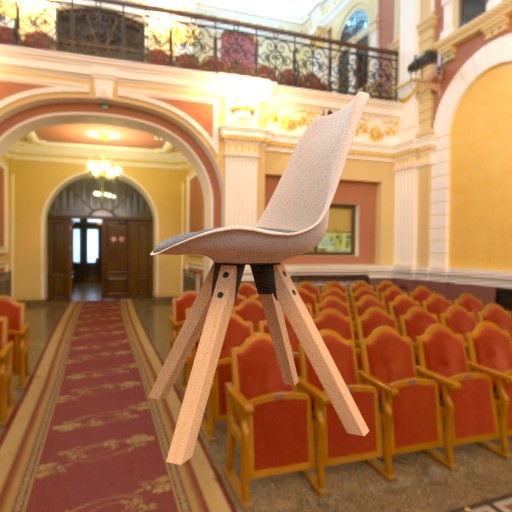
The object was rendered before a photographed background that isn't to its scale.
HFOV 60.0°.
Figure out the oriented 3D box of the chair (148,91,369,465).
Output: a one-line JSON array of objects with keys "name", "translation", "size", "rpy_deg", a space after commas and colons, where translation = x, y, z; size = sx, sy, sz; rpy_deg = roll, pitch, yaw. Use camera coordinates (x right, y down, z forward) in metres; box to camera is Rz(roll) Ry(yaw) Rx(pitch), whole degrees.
[{"name": "chair", "translation": [0.000, 0.000, 1.187], "size": [0.550, 0.850, 0.485], "rpy_deg": [0, 1, -19]}]
